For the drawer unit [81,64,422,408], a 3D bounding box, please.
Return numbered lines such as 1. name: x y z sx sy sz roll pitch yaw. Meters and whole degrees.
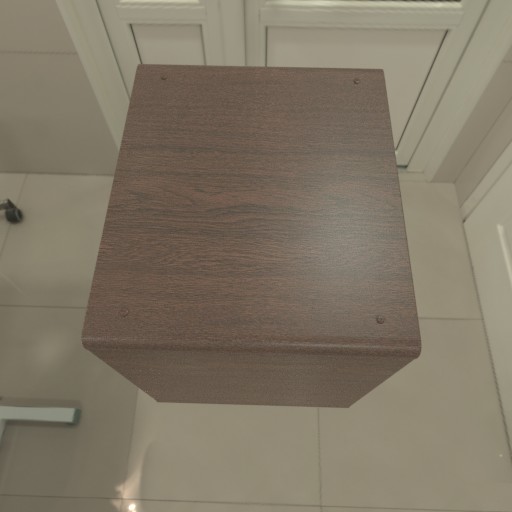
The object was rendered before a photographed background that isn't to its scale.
1. drawer unit: 0.000 0.000 0.601 0.290 0.344 0.344 1 64 1
